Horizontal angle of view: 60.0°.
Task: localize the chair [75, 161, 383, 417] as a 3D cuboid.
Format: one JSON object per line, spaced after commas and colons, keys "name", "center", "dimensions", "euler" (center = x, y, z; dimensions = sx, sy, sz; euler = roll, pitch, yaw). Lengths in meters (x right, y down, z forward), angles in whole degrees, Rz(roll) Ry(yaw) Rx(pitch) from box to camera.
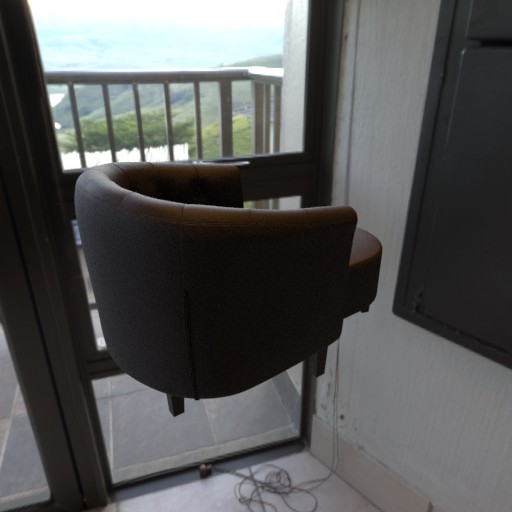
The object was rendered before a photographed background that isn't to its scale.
{"name": "chair", "center": [0.000, 0.000, 1.661], "dimensions": [1.191, 0.760, 0.763], "euler": [-17, 30, -32]}
